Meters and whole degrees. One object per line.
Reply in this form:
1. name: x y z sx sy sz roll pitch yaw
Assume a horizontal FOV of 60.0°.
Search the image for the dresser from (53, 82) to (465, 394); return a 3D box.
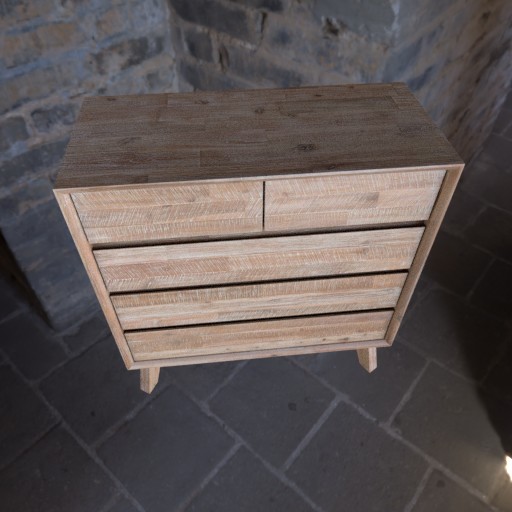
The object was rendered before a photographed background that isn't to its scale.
1. dresser: 0.000 0.000 1.593 0.998 1.029 0.455 -4 47 -4
